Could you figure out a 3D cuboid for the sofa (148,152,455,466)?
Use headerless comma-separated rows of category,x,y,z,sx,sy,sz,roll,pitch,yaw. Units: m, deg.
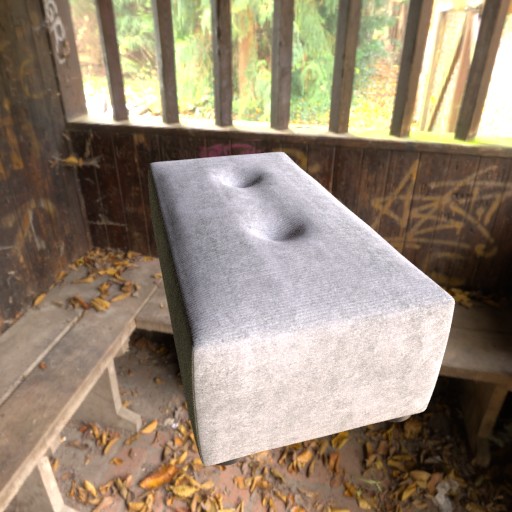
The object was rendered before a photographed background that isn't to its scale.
sofa,0.000,0.000,1.148,0.480,0.330,0.930,-8,31,-14
